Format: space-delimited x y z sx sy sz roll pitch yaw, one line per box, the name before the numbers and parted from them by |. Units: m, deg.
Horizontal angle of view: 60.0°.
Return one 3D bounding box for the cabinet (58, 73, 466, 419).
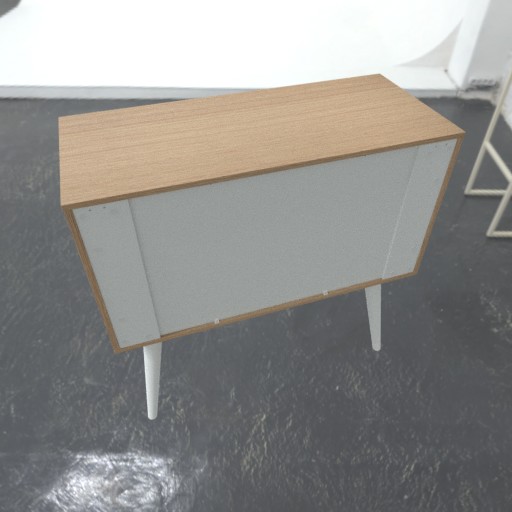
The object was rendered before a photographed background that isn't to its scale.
cabinet | 0.000 0.000 1.596 1.057 1.016 0.470 -13 44 -14
